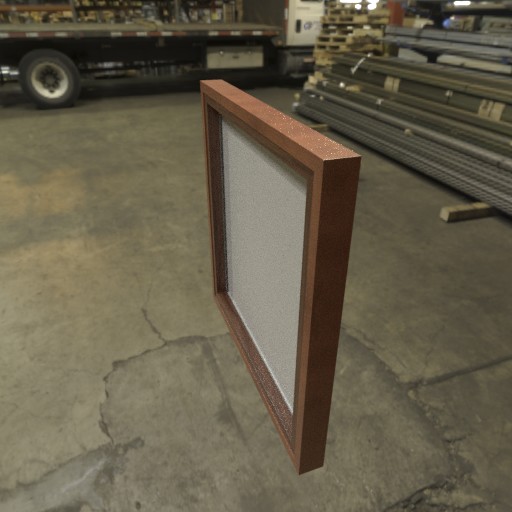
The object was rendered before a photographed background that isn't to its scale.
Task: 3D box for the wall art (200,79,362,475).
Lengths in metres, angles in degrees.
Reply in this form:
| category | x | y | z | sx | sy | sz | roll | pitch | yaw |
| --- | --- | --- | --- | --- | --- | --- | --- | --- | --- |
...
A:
| category | x | y | z | sx | sy | sz | roll | pitch | yaw |
| --- | --- | --- | --- | --- | --- | --- | --- | --- | --- |
| wall art | 0.000 | 0.000 | 0.616 | 0.035 | 0.403 | 0.403 | -10 | 32 | -17 |
